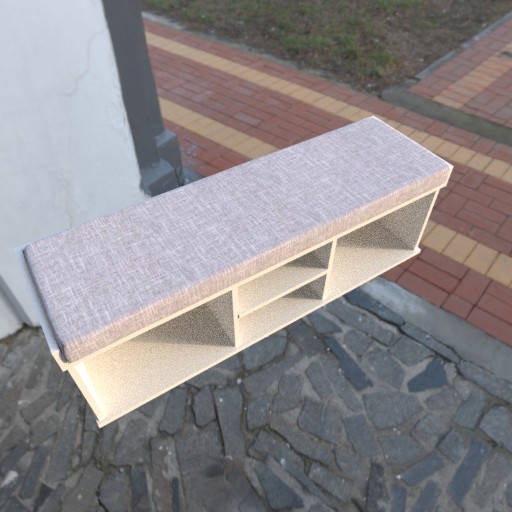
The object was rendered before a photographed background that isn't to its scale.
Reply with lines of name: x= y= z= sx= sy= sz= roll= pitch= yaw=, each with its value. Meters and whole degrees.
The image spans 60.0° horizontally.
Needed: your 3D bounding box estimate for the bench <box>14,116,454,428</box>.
bench: x=0.000 y=0.000 z=1.365 sx=1.196 sy=0.453 sz=0.363 roll=-25 pitch=52 yaw=-21
